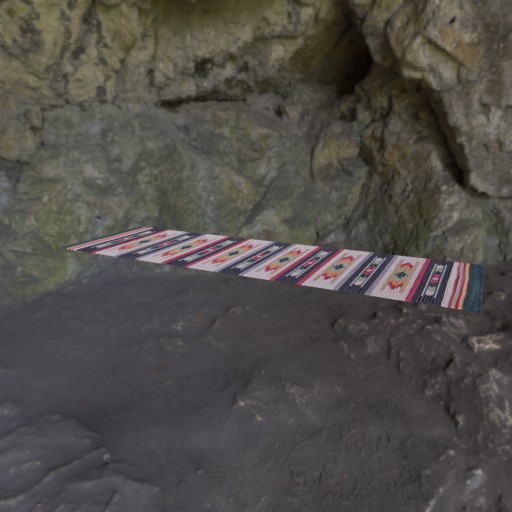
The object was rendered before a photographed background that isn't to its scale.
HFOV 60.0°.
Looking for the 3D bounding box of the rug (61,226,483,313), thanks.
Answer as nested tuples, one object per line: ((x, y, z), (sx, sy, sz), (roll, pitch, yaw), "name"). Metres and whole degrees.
((0.000, 0.000, 2.657), (2.440, 0.009, 0.760), (7, 17, 26), "rug")
